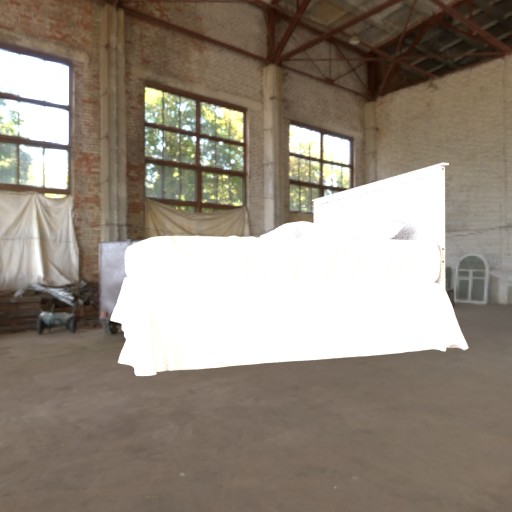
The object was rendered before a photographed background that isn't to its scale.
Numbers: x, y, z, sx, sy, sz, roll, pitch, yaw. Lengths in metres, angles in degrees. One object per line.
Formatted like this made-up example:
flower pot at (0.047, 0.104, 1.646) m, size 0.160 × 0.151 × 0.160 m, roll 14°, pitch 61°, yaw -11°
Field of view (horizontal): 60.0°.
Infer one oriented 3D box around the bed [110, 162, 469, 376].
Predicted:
bed at (0.000, 0.000, 3.616) m, size 2.215 × 1.273 × 2.317 m, roll 0°, pitch -1°, yaw -19°
